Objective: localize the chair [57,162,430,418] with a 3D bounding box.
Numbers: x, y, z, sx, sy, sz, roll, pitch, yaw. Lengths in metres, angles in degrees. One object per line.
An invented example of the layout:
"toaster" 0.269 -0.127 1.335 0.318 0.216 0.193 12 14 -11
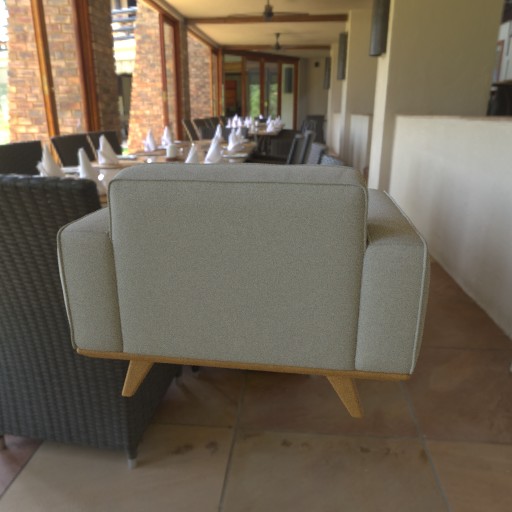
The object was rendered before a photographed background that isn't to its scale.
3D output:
"chair" 0.000 0.000 1.725 1.115 0.779 0.953 3 18 8
